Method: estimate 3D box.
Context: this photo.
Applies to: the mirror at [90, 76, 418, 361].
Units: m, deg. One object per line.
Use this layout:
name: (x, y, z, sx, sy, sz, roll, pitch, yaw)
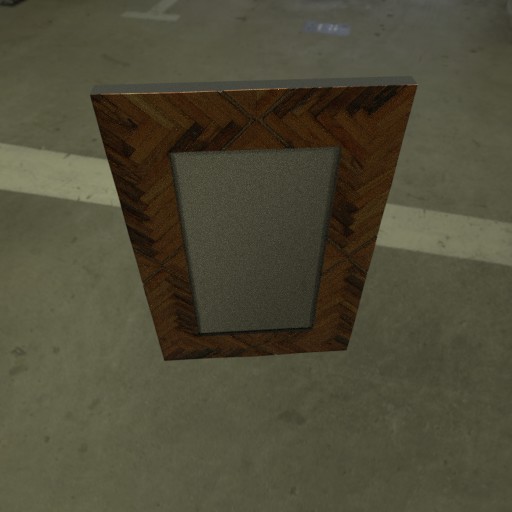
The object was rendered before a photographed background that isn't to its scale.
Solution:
mirror: (0.000, 0.000, 1.155, 0.606, 0.912, 0.044, -3, 46, -3)
